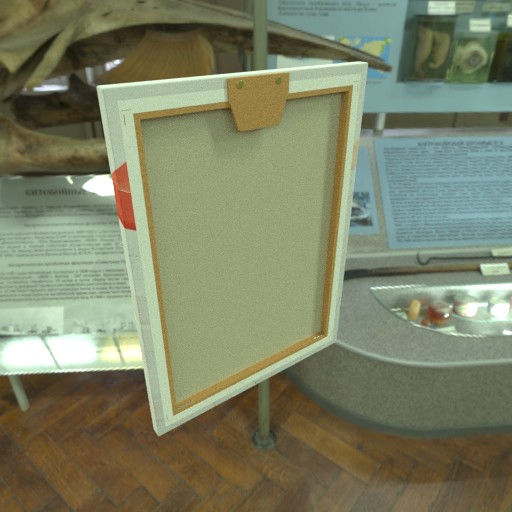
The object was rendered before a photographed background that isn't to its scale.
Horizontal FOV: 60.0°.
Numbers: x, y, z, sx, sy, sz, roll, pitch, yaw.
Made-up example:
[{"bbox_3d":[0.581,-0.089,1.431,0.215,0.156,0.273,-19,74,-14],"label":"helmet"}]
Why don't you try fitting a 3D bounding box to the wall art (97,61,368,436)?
[{"bbox_3d":[0.000,0.000,1.315,0.759,1.014,0.045,-19,35,-30],"label":"wall art"}]
